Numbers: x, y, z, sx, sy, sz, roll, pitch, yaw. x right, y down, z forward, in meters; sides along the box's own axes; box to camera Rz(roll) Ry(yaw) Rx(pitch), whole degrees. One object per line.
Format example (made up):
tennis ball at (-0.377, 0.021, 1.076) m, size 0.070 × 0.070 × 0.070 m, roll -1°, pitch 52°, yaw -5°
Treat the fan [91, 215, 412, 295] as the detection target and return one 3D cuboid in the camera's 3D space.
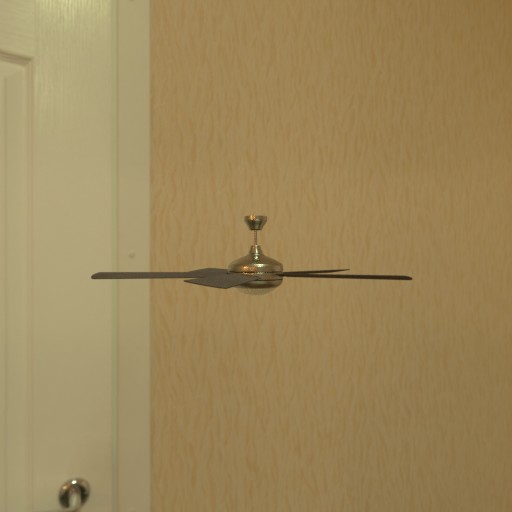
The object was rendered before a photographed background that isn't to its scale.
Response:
fan at (0.000, 0.000, 1.996) m, size 1.321 × 0.356 × 1.321 m, roll 0°, pitch 0°, yaw 37°
